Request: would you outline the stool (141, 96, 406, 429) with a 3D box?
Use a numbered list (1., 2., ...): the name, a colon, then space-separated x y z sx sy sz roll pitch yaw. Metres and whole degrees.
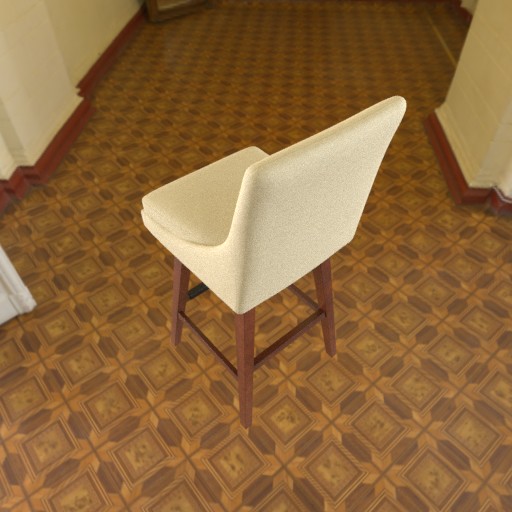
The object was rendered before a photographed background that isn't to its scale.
1. stool: 0.000 0.000 1.385 0.470 1.097 0.559 -32 53 -27
